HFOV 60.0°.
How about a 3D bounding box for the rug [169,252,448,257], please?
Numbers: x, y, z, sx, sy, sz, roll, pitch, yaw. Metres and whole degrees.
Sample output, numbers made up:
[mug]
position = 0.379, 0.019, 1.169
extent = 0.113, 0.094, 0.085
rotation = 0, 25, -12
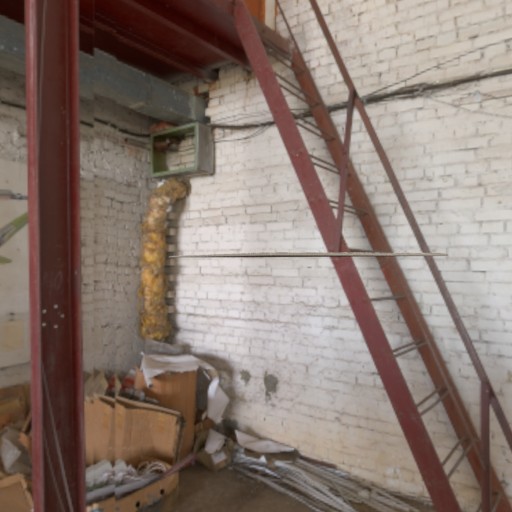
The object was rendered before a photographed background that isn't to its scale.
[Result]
[rug]
position = 0.000, 0.000, 2.466
extent = 0.662, 0.011, 2.196
rotation = 0, 0, -19
